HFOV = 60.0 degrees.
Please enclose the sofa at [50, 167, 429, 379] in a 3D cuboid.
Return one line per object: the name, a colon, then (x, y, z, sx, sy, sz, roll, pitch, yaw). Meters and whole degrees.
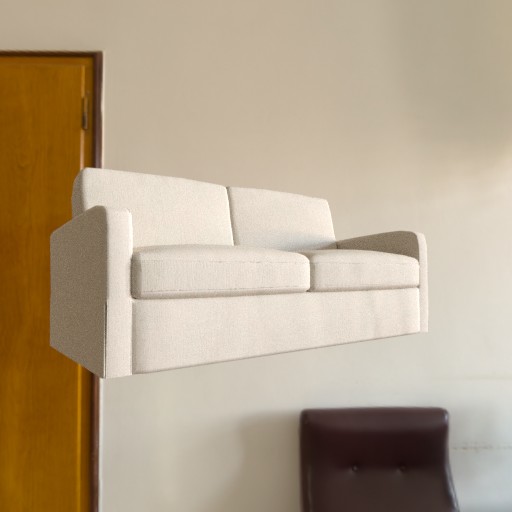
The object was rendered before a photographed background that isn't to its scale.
sofa: (0.000, 0.000, 2.276, 1.808, 0.831, 0.894, 1, -2, -36)
